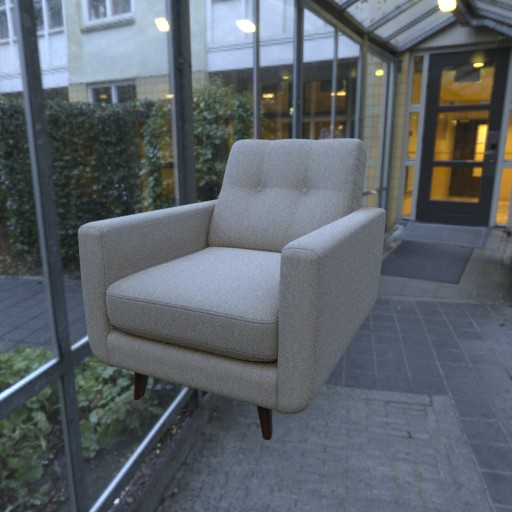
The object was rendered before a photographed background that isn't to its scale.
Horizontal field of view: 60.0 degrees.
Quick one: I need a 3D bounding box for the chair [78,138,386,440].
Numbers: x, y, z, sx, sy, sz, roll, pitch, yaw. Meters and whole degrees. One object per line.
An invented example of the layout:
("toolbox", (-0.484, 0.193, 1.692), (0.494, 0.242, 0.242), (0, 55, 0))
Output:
("chair", (0.000, 0.000, 1.858), (0.897, 0.965, 1.128), (6, 15, 25))
